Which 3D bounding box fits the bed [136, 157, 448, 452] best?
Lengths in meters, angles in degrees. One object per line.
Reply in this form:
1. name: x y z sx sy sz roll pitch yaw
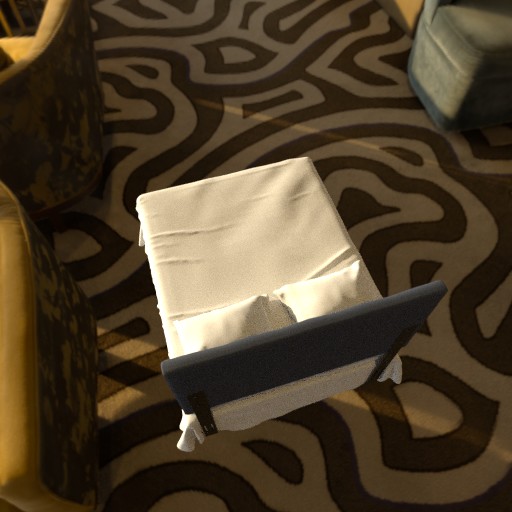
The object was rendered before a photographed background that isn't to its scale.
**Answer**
1. bed: 0.000 0.000 3.522 1.936 1.577 2.222 -15 58 -9
